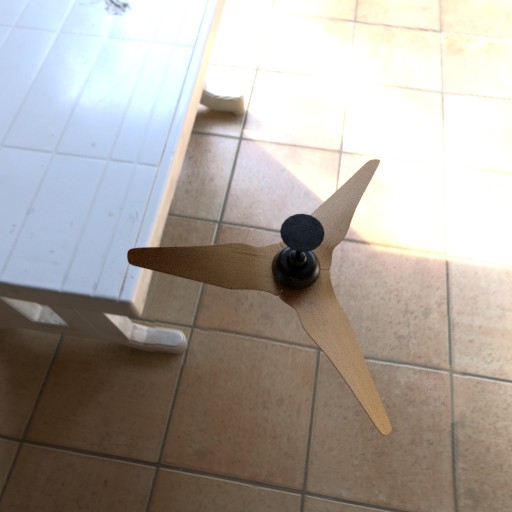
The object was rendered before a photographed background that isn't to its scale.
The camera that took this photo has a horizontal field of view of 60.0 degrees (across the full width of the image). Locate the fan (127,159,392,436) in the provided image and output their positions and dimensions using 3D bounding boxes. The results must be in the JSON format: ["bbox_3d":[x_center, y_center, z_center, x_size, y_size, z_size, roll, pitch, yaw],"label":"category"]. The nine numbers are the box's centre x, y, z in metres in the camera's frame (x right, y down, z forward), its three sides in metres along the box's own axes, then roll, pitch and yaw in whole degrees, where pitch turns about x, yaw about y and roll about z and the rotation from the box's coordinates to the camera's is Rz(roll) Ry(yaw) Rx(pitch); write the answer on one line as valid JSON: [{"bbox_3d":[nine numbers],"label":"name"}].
[{"bbox_3d":[0.000,0.000,1.611,1.010,0.355,1.142,3,63,2],"label":"fan"}]
